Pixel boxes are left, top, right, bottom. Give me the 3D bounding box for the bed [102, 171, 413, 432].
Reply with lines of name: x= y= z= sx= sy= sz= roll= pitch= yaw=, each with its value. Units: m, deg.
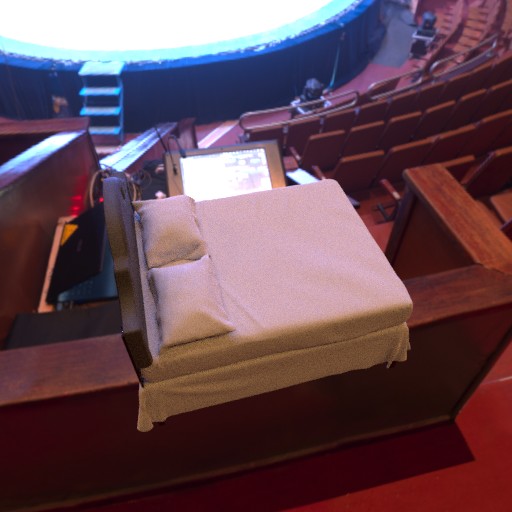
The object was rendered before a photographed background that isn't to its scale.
bed: x=0.000 y=0.000 z=3.489 sx=2.222 sy=1.634 sz=1.780 roll=-11 pitch=48 yaw=-10
